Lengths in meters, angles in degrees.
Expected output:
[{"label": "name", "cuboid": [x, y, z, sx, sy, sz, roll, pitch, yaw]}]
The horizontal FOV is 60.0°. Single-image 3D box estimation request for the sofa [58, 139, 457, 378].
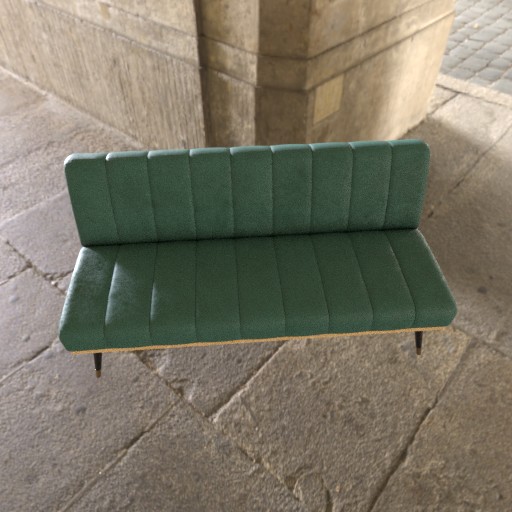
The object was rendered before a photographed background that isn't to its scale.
[{"label": "sofa", "cuboid": [0.000, 0.000, 2.233, 1.810, 0.820, 0.830, -3, 46, -3]}]
